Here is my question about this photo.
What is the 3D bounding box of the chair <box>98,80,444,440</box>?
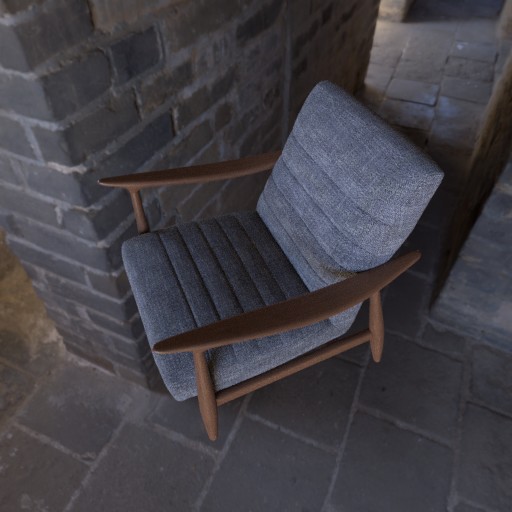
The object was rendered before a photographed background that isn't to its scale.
[{"bbox_3d":[0.000,0.000,1.433,0.798,0.832,0.741,-18,49,-16],"label":"chair"}]
